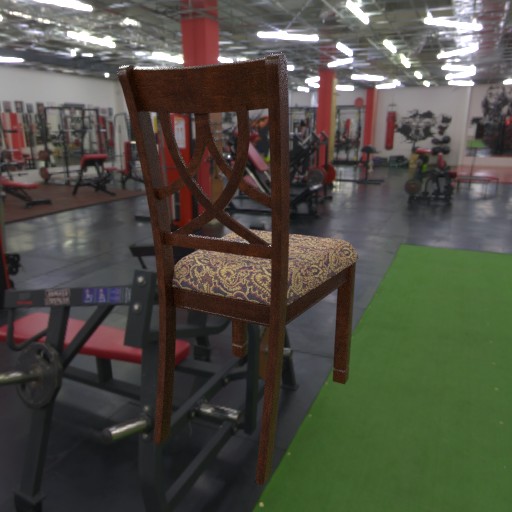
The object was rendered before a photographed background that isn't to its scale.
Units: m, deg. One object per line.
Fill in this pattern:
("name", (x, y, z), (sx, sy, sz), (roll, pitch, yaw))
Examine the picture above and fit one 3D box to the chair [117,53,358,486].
("chair", (0.000, 0.000, 1.265), (0.457, 0.965, 0.584), (8, 18, 26))
